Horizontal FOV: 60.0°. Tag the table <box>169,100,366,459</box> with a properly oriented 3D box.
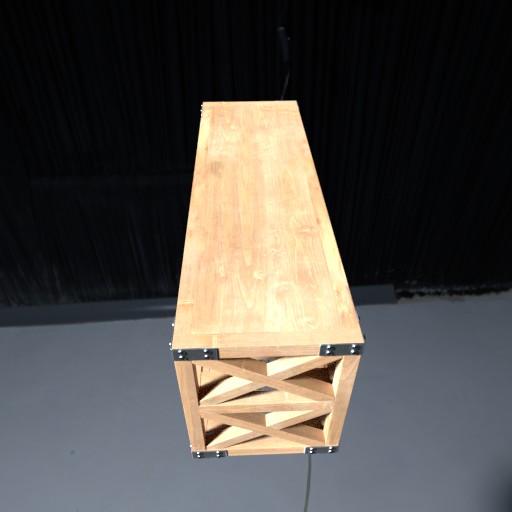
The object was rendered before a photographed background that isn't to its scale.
[{"bbox_3d":[0.000,0.000,1.821,0.467,0.711,1.487,-2,41,-2],"label":"table"}]
